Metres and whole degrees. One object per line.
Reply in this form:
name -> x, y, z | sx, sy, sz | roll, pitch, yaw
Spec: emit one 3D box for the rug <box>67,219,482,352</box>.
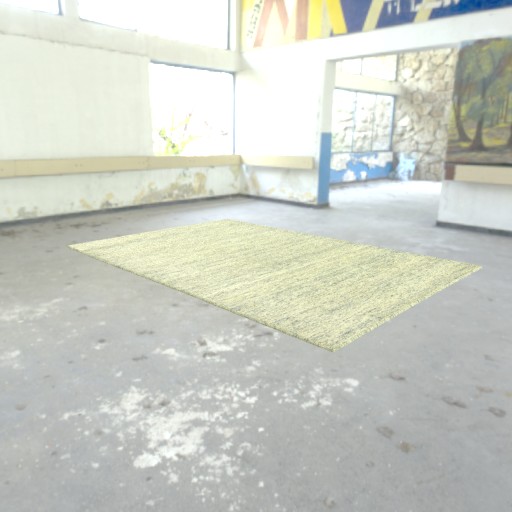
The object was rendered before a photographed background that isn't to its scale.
rug -> 0.000, 0.000, 2.334 | 1.846, 0.014, 1.243 | 14, 20, 43
